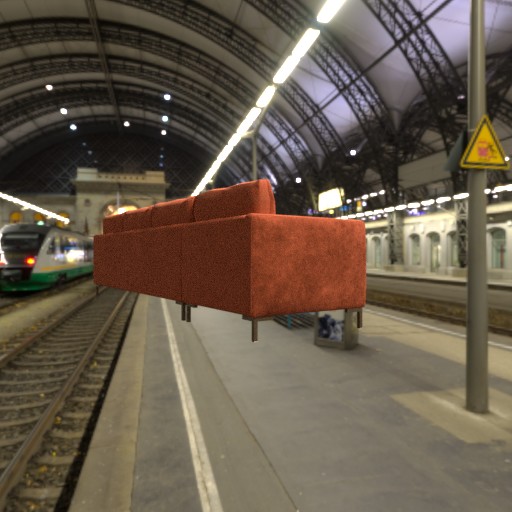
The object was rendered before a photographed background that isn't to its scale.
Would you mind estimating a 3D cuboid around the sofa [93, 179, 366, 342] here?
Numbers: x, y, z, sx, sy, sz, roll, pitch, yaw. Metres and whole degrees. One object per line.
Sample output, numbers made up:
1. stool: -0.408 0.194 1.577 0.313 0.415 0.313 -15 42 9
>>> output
1. sofa: 0.000 0.000 3.576 1.879 0.757 2.736 0 0 -34
